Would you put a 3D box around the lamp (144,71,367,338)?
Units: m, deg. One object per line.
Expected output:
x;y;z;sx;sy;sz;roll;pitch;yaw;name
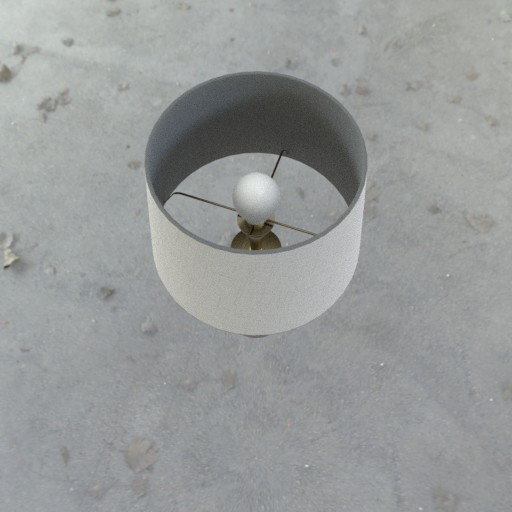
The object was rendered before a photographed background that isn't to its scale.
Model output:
0.000;0.000;0.734;0.309;0.545;0.309;0;65;0;lamp
